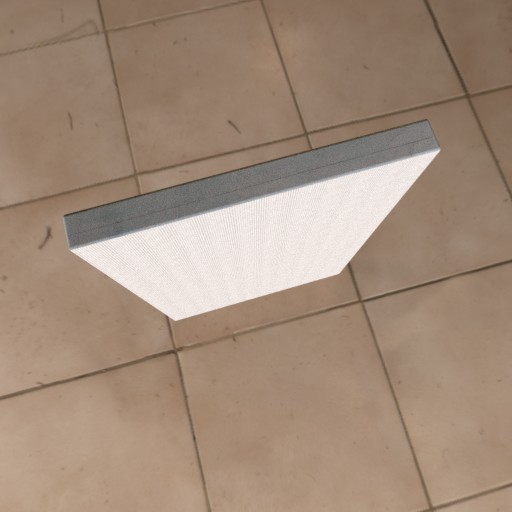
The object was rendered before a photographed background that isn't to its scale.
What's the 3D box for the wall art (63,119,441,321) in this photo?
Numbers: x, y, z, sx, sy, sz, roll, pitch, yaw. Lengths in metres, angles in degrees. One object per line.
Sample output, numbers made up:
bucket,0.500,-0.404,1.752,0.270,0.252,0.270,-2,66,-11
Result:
wall art,0.000,0.000,1.140,0.609,0.911,0.061,-16,76,-4
